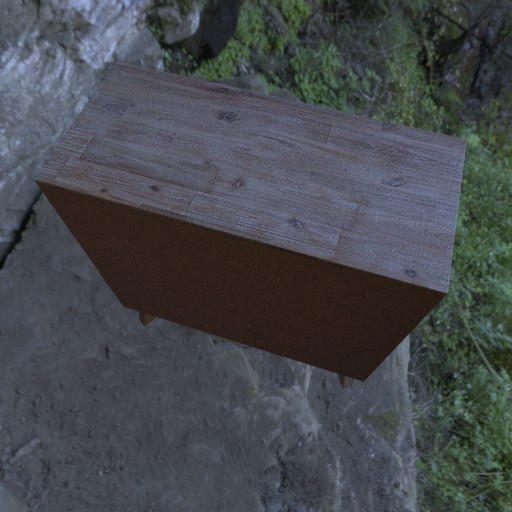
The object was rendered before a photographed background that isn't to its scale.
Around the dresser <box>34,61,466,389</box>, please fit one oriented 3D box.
[{"bbox_3d":[0.000,0.000,1.567,0.998,1.029,0.455,16,63,8],"label":"dresser"}]
